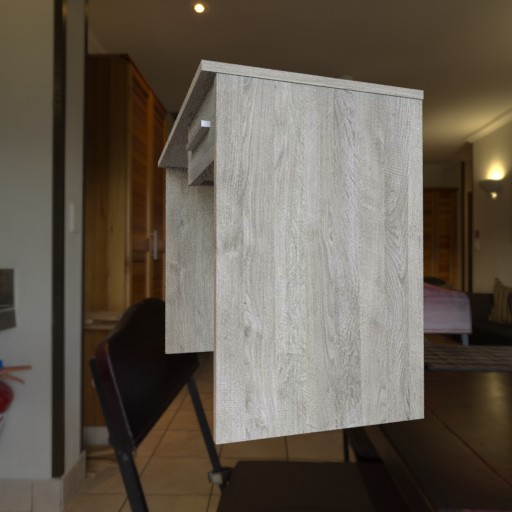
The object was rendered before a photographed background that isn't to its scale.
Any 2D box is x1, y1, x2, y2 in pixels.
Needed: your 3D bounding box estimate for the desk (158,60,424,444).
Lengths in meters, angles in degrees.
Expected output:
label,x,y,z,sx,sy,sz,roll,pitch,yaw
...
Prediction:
label,x,y,z,sx,sy,sz,roll,pitch,yaw
desk,0.000,0.000,1.329,0.498,0.724,0.893,0,-1,-18
